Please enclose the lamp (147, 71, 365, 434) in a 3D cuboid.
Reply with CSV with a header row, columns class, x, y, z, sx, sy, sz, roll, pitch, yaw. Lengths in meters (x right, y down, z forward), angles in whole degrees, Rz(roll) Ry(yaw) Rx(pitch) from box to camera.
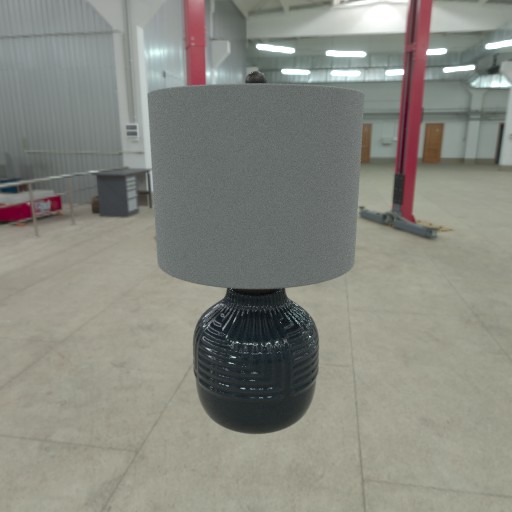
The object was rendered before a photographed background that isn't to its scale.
class,x,y,z,sx,sy,sz,roll,pitch,yaw
lamp,0.000,0.000,0.730,0.318,0.567,0.318,0,15,0
